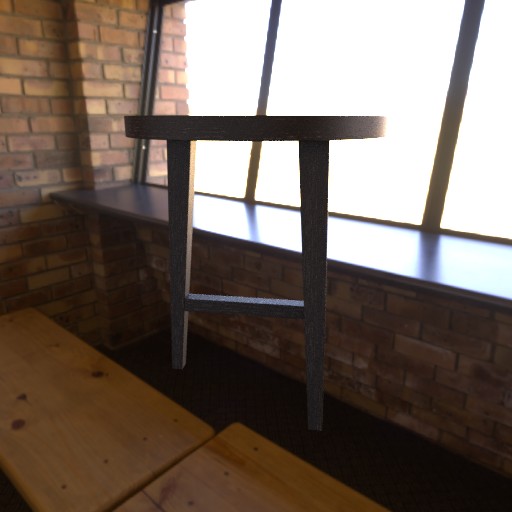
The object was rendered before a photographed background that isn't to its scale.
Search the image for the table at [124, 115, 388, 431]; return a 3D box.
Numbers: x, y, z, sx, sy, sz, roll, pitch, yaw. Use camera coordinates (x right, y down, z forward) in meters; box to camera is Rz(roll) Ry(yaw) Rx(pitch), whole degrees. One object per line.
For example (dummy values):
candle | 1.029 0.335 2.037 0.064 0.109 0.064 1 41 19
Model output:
table | 0.000 0.000 0.763 0.399 0.460 0.399 0 17 0
